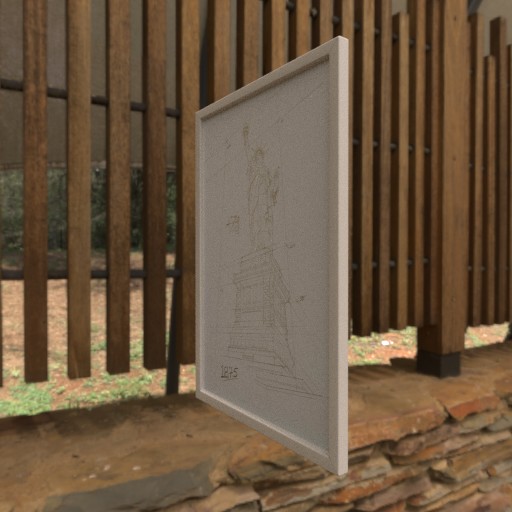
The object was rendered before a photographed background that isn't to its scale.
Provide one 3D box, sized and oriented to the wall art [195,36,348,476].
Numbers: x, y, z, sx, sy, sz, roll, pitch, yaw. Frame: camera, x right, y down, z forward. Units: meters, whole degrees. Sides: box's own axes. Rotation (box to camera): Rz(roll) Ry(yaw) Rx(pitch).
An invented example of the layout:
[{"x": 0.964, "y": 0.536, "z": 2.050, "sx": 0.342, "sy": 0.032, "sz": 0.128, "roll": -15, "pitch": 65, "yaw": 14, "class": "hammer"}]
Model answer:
[{"x": 0.000, "y": 0.000, "z": 1.048, "sx": 0.026, "sy": 0.813, "sz": 0.556, "roll": 0, "pitch": 1, "yaw": -36, "class": "wall art"}]
